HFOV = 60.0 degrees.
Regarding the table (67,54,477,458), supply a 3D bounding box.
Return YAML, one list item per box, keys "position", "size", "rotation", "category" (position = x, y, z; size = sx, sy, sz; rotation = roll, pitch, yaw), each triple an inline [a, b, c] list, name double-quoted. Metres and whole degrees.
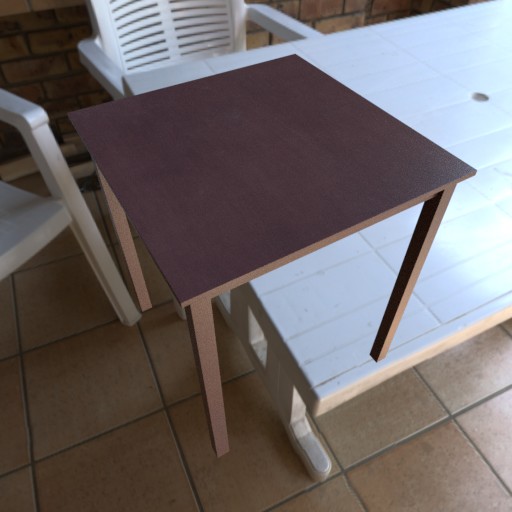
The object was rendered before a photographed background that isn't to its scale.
- position: [0.000, 0.000, 1.645]
  size: [0.861, 0.991, 0.861]
  rotation: [-24, 51, -20]
  category: "table"
